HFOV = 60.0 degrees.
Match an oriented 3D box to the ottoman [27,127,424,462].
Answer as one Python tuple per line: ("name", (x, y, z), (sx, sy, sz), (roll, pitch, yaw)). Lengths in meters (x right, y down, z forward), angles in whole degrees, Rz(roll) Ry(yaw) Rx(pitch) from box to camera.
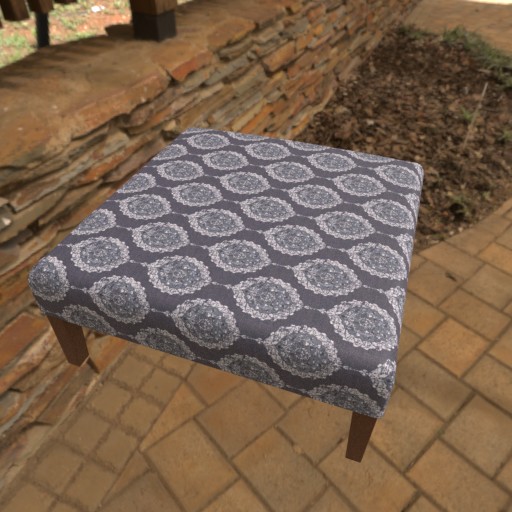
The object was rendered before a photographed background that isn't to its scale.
("ottoman", (0.000, 0.000, 1.383), (0.890, 0.409, 0.889), (13, 42, 15))
